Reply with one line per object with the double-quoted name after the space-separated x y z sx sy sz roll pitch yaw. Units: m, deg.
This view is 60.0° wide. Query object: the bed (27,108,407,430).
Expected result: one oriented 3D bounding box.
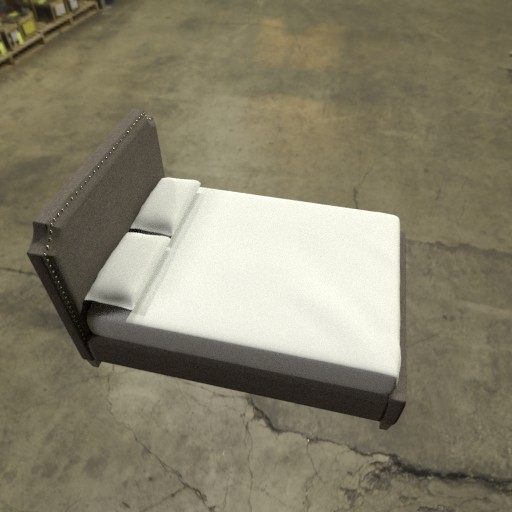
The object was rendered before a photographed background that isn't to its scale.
0.000 0.000 3.419 2.381 1.457 1.713 9 46 9 "bed"
